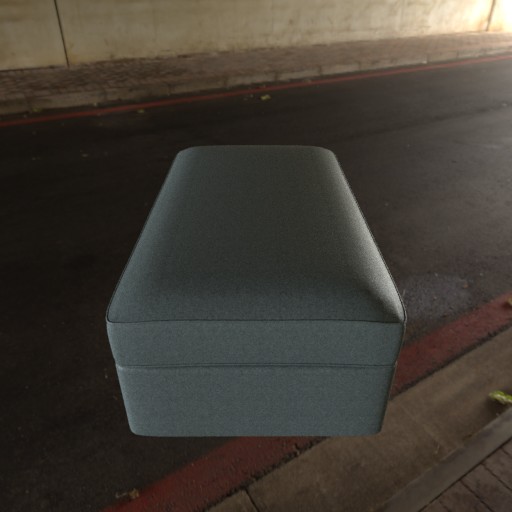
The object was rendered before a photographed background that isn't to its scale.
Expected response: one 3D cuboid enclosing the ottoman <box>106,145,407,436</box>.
[{"bbox_3d":[0.000,0.000,1.550,0.681,0.494,1.173,0,32,0],"label":"ottoman"}]
